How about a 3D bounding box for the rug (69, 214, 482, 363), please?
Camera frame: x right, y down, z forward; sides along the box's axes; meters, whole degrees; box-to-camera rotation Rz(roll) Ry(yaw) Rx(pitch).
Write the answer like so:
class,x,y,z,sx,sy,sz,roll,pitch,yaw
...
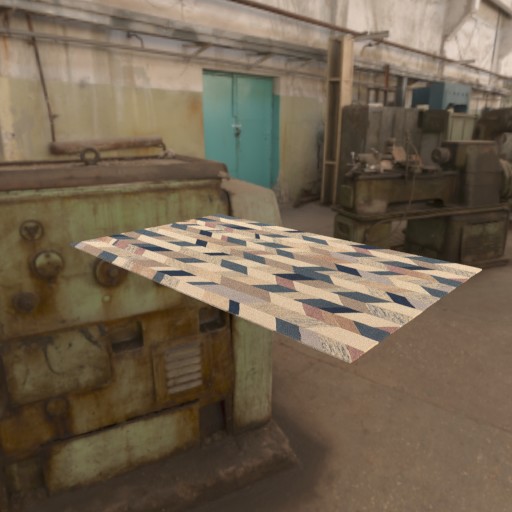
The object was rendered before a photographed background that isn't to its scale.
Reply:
class,x,y,z,sx,sy,sz,roll,pitch,yaw
rug,0.000,0.000,3.009,2.423,0.008,1.513,16,23,41
